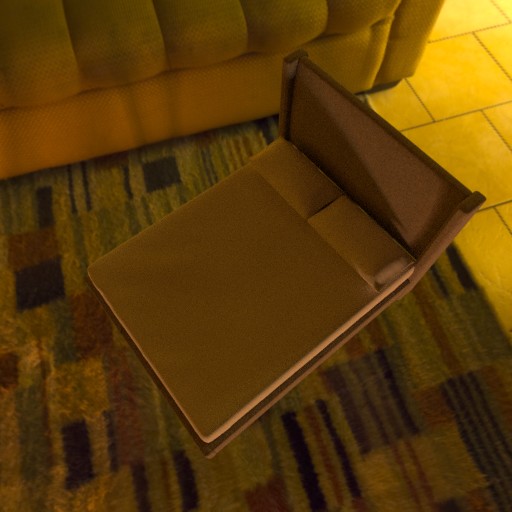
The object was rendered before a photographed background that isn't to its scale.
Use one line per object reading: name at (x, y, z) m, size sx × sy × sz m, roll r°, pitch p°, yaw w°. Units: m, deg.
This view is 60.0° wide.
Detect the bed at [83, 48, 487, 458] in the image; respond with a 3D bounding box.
bed at (0.000, 0.000, 3.322) m, size 2.245 × 1.481 × 1.714 m, roll -36°, pitch 69°, yaw -16°
